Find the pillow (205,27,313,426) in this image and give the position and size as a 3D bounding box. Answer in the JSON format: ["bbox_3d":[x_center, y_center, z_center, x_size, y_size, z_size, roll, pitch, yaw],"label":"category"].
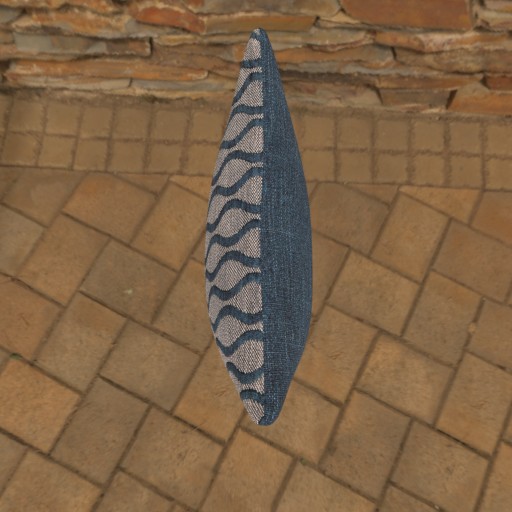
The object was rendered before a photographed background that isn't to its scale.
[{"bbox_3d":[0.000,0.000,0.659,0.159,0.435,0.435,-2,76,0],"label":"pillow"}]
